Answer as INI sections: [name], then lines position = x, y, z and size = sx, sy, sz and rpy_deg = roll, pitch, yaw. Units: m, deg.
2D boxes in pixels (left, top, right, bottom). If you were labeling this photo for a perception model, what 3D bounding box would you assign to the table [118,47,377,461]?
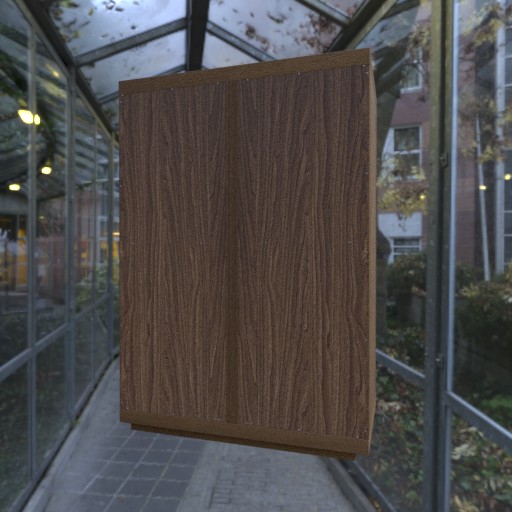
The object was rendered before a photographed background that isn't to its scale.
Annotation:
[table]
position = 0.000, 0.000, 1.756
size = 0.901, 1.294, 0.524
rpy_deg = 0, 1, 18
